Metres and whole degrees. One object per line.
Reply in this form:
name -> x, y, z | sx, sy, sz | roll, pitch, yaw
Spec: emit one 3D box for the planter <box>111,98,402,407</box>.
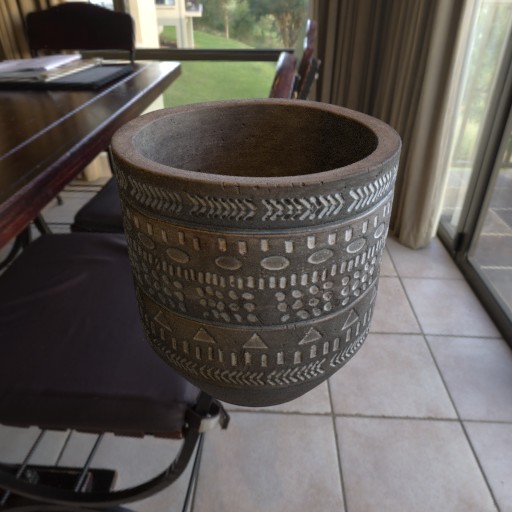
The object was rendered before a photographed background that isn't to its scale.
planter -> 0.000, 0.000, 0.261 | 0.142, 0.149, 0.142 | 0, 32, 0
